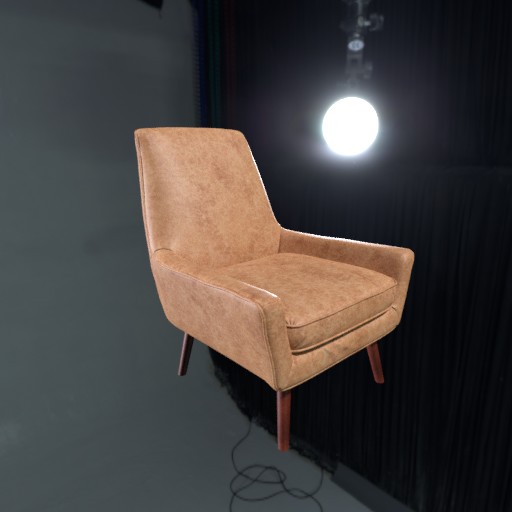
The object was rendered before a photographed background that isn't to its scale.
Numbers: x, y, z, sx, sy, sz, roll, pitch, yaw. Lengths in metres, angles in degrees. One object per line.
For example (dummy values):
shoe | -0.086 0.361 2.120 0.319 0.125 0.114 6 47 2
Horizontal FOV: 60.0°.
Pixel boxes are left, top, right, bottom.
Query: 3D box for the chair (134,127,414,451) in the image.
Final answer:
chair | 0.000 0.000 1.565 0.753 0.883 0.851 -14 20 -42
